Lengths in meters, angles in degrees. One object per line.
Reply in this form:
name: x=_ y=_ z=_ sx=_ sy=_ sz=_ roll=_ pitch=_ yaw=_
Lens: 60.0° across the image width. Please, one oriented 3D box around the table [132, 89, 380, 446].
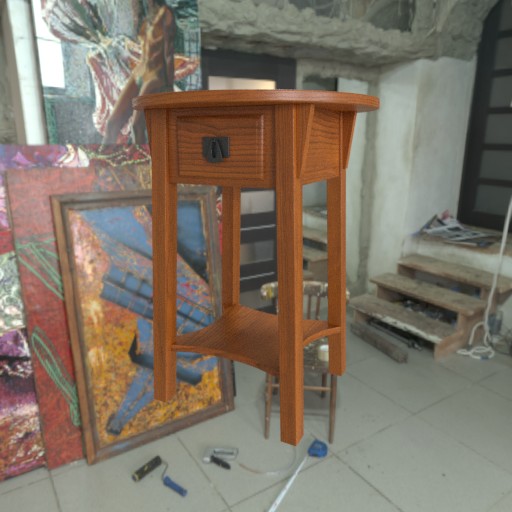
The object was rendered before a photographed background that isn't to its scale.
table: x=0.000 y=0.000 z=0.925 sx=0.457 sy=0.610 sz=0.457 roll=0 pitch=15 yaw=0
